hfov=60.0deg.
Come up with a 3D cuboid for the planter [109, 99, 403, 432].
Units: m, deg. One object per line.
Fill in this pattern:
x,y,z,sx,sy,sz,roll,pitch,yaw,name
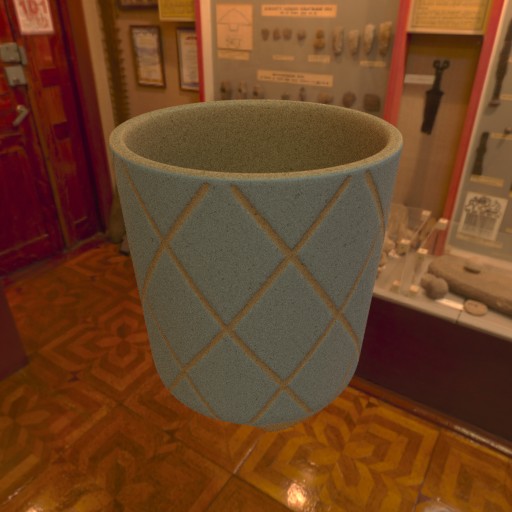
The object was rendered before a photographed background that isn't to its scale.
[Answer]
0.000,0.000,0.348,0.191,0.200,0.191,0,30,0,planter
